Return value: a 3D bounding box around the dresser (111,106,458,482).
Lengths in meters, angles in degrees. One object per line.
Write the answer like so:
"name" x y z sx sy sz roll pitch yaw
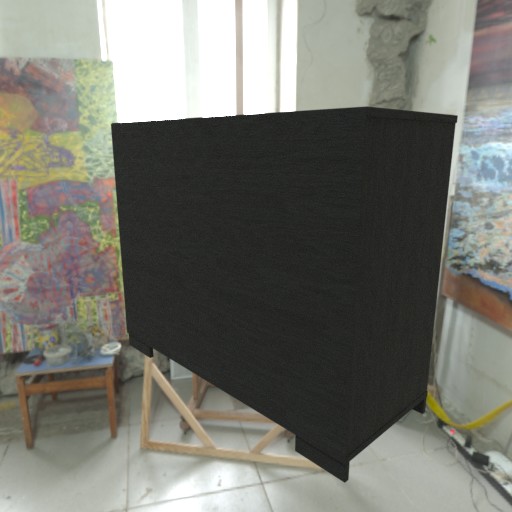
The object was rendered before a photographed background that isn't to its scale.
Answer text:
"dresser" 0.000 0.000 1.387 0.404 0.816 0.994 -13 20 -42
